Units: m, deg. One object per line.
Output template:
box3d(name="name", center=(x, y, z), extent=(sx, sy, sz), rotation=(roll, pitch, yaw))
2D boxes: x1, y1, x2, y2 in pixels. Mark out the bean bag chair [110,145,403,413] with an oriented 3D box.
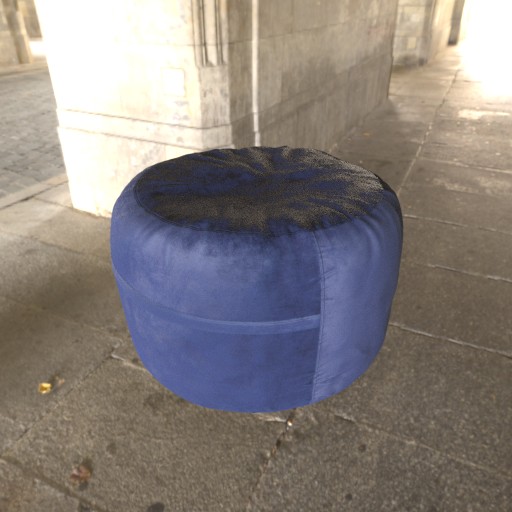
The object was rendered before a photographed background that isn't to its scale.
box3d(name="bean bag chair", center=(0.000, 0.000, 1.983), extent=(1.219, 0.762, 1.219), rotation=(0, 31, 0))
